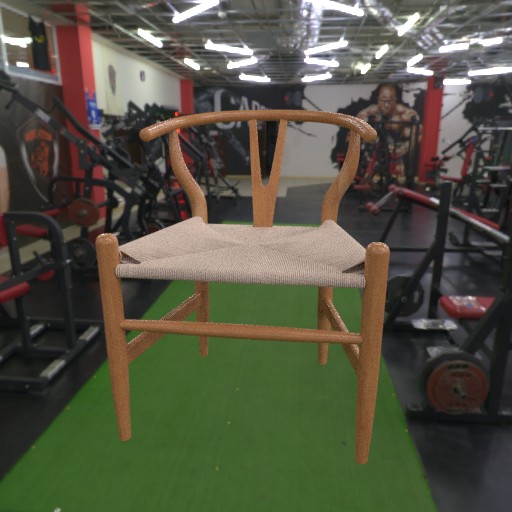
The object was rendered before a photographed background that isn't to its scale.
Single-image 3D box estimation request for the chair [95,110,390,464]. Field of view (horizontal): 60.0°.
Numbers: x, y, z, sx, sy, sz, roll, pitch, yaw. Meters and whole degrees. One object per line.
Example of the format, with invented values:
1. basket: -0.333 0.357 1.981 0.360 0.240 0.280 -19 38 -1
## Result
1. chair: 0.000 0.000 1.130 0.569 0.730 0.579 2 16 8
